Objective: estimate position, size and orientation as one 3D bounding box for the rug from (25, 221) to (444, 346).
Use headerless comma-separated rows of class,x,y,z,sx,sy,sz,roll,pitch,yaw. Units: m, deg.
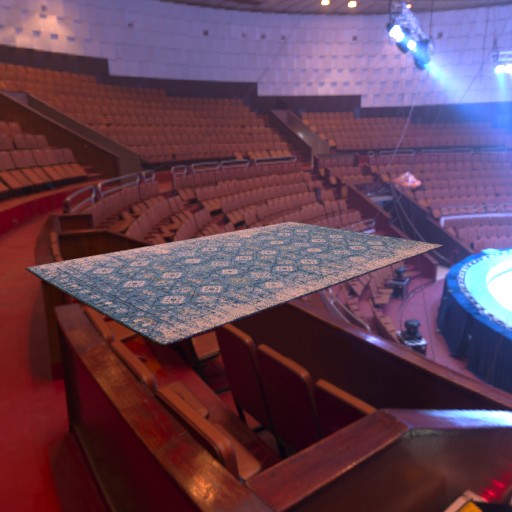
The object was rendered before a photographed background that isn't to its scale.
rug,0.000,0.000,2.178,1.795,0.008,1.102,-13,19,-43
